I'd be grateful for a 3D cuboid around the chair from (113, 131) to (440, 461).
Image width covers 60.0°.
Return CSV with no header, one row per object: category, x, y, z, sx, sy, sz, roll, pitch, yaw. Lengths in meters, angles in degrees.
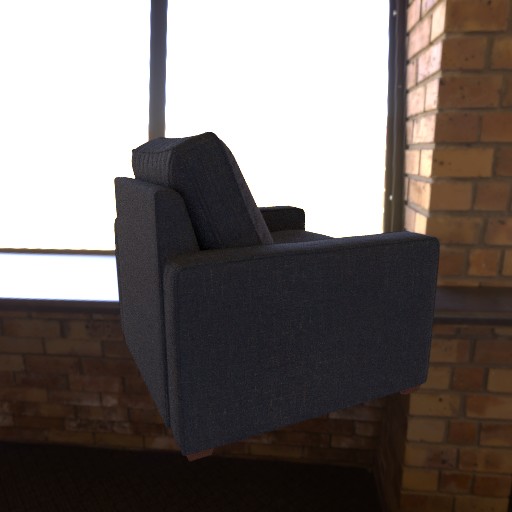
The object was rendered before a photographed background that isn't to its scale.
chair,0.000,0.000,1.749,0.940,0.919,1.017,-6,15,-25
